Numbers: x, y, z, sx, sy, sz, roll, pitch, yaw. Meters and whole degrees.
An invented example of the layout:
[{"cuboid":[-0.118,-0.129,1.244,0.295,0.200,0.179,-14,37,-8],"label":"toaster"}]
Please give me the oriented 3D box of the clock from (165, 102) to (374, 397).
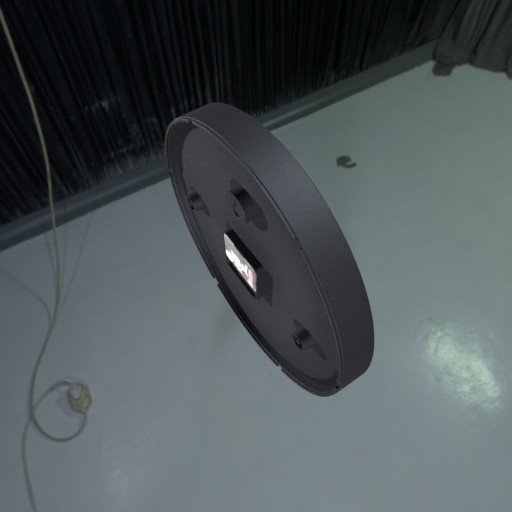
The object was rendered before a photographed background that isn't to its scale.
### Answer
[{"cuboid":[0.000,0.000,0.435,0.040,0.293,0.293,-30,62,-18],"label":"clock"}]
